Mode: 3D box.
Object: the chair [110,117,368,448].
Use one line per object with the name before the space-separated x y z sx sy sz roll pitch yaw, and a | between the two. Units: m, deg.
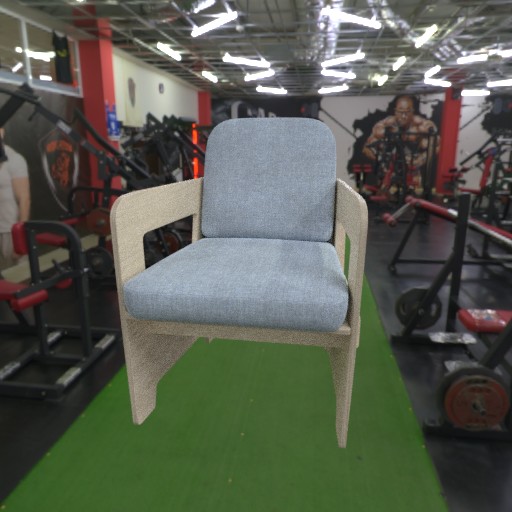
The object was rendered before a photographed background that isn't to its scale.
chair | 0.000 0.000 1.295 0.590 0.800 0.710 3 15 10
